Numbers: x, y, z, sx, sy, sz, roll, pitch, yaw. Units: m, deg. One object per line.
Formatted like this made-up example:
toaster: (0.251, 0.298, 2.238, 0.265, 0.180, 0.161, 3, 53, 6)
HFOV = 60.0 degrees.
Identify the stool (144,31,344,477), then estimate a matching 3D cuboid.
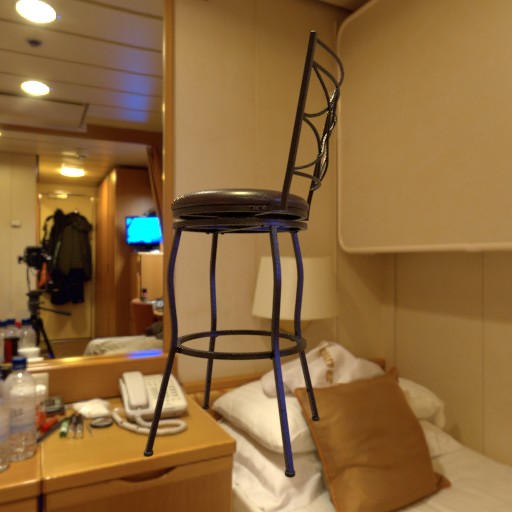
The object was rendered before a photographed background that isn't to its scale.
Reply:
stool: (0.000, 0.000, 1.367, 0.534, 1.117, 0.434, 0, 0, 17)
